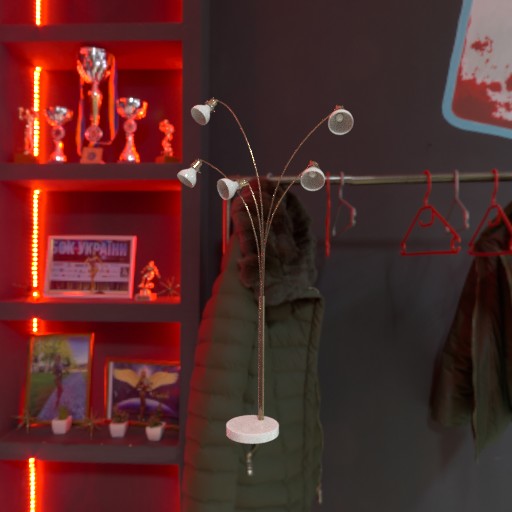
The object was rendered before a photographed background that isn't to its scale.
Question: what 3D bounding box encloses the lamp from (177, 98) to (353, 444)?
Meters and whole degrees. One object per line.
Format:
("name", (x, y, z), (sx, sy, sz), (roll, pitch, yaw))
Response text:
("lamp", (0.000, 0.000, 3.028), (1.405, 2.423, 0.361), (0, -1, 35))
